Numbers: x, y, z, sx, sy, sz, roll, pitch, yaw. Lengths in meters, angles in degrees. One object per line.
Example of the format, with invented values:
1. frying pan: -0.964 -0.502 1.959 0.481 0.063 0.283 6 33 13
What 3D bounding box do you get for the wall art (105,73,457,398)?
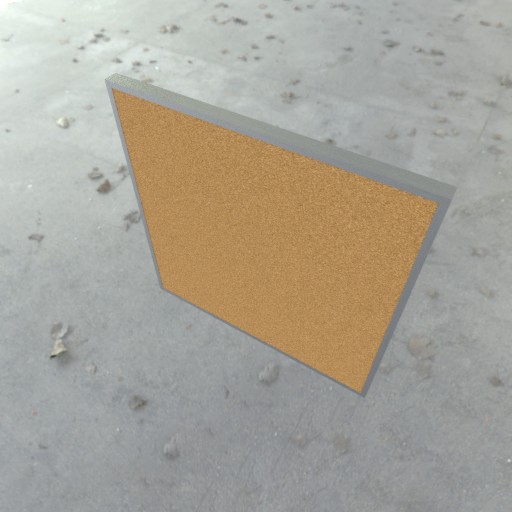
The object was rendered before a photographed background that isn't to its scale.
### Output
1. wall art: 0.000 0.000 1.209 0.806 0.806 0.038 25 53 20
